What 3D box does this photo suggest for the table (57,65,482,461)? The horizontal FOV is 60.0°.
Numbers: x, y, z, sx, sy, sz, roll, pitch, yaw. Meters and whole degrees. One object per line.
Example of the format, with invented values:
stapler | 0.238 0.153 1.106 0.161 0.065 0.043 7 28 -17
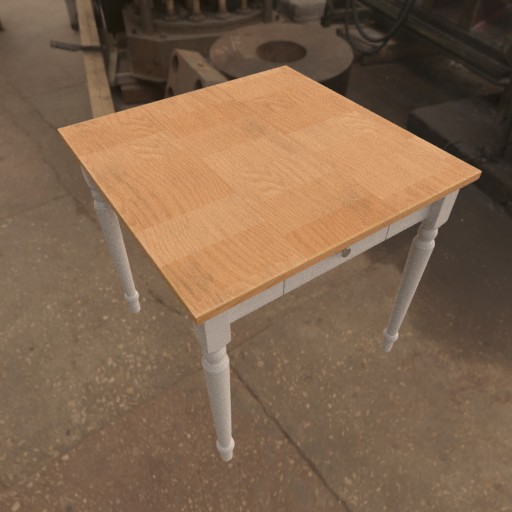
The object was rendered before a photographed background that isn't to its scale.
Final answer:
table | 0.000 0.000 1.345 0.747 0.738 0.747 -26 50 -24
